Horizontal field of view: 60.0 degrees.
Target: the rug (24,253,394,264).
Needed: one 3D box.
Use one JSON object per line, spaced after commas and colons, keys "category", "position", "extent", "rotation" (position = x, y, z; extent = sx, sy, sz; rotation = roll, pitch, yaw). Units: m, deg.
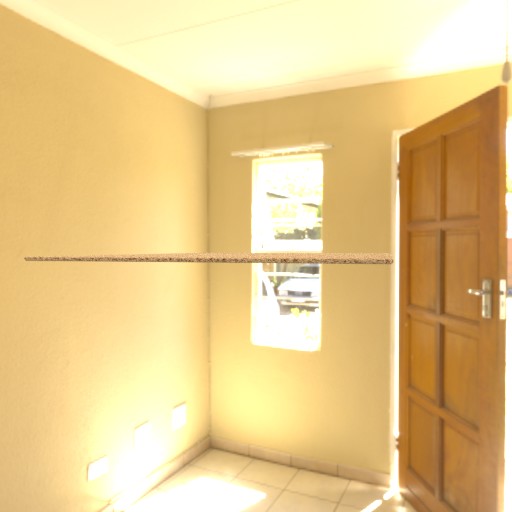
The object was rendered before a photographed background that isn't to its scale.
{"category": "rug", "position": [0.000, 0.000, 4.149], "extent": [2.438, 0.029, 3.047], "rotation": [0, 1, 17]}
